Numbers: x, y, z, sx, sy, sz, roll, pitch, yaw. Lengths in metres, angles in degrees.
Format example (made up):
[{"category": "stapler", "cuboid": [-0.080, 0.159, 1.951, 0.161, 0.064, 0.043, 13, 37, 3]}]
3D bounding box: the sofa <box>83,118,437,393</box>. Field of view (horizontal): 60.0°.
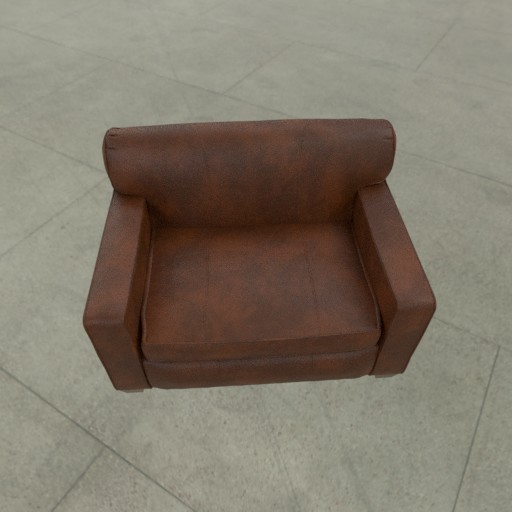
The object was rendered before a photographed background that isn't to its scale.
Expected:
[{"category": "sofa", "cuboid": [0.000, 0.000, 2.118, 1.413, 0.956, 1.000, -3, 47, -2]}]
